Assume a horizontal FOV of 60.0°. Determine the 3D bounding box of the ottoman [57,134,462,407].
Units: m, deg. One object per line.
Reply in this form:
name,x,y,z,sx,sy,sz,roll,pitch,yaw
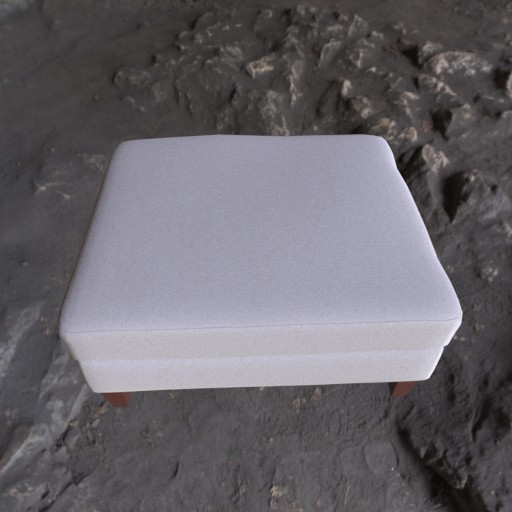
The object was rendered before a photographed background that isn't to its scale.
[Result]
ottoman,0.000,0.000,1.447,0.976,0.492,0.836,-2,46,-2
